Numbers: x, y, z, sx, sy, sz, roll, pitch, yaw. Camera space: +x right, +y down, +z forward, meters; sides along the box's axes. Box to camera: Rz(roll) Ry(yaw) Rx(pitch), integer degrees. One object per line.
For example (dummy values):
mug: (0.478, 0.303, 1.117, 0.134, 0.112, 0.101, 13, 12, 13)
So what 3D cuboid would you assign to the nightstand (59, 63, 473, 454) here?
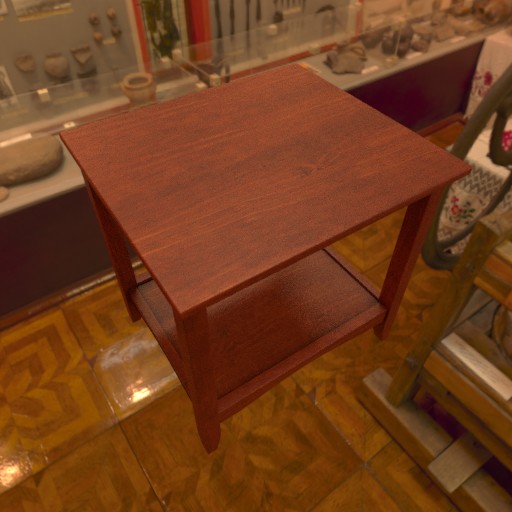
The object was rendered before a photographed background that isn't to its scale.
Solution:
nightstand: (0.000, 0.000, 0.995, 0.558, 0.558, 0.501, -26, 52, -22)
